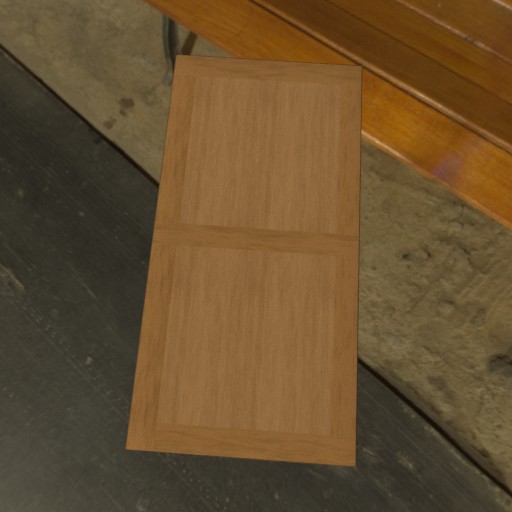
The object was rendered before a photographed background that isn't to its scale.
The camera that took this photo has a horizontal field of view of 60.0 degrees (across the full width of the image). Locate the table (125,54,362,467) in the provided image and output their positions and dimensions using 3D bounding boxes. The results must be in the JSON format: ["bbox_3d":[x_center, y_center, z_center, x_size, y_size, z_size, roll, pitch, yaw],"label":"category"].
[{"bbox_3d":[0.000,0.000,2.508,1.000,0.762,1.982,4,77,1],"label":"table"}]
